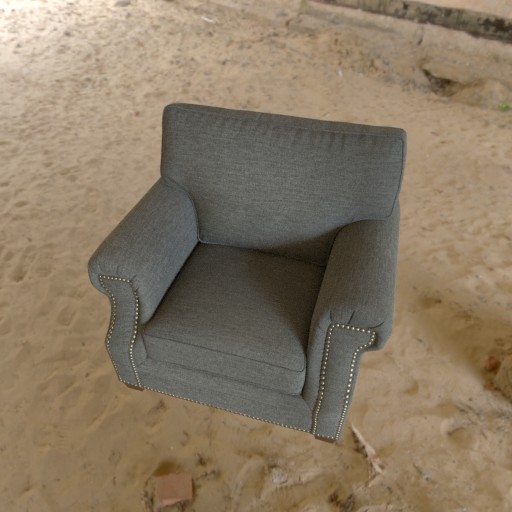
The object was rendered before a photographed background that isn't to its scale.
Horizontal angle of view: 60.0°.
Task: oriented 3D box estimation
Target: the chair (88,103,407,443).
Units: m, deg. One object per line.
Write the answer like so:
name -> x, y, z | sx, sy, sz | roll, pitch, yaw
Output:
chair -> 0.000, 0.000, 1.809 | 1.092, 0.961, 0.965 | 11, 41, 12
